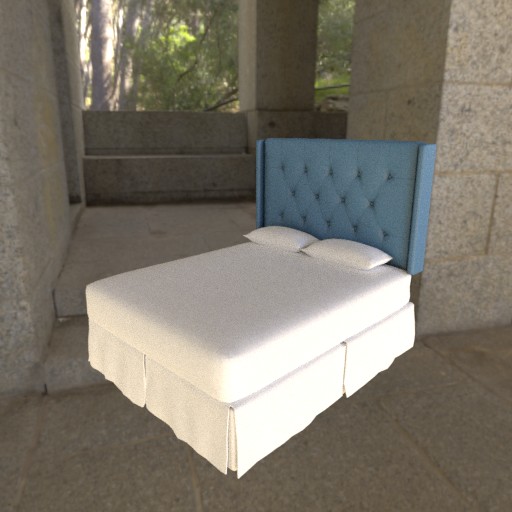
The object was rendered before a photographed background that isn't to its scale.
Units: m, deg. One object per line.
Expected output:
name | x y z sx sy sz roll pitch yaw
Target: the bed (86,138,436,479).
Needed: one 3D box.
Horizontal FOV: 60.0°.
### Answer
bed | 0.000 0.000 3.321 1.719 1.665 2.078 15 22 43
